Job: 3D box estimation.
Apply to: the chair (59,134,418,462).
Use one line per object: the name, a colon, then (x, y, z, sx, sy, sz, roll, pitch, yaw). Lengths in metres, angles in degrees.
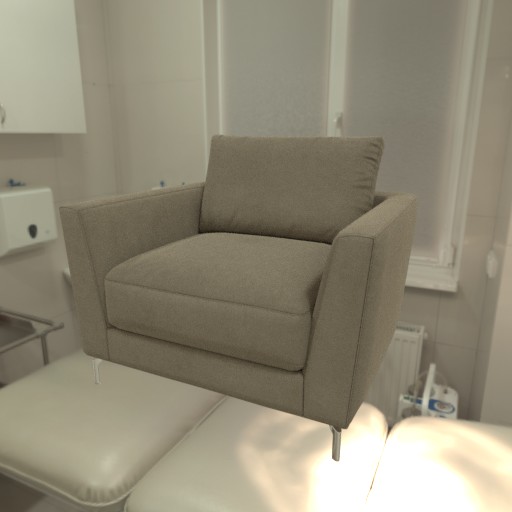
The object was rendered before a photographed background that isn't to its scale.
chair: (0.000, 0.000, 1.631, 1.041, 0.864, 0.889, 7, 17, 25)
